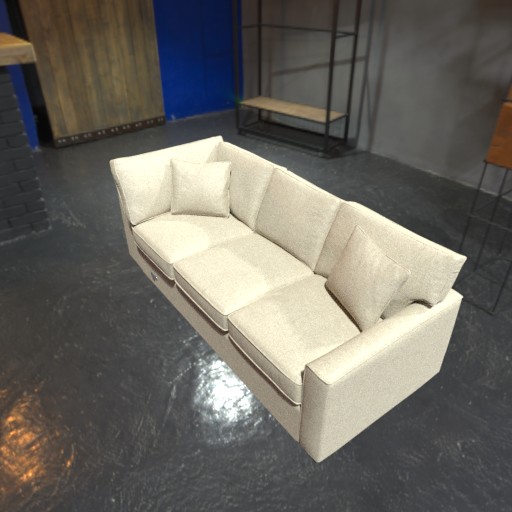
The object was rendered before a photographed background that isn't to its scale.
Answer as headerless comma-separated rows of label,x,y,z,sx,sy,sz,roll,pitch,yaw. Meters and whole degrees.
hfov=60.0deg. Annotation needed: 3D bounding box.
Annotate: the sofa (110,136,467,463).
sofa,0.000,0.000,2.941,1.053,0.948,2.323,-22,39,-30
